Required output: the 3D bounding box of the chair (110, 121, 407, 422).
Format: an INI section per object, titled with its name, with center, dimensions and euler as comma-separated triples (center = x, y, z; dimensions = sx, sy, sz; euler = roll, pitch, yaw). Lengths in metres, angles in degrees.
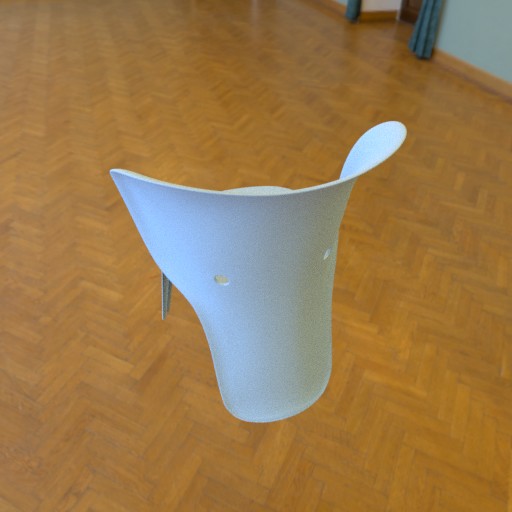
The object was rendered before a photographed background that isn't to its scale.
[chair]
center = 0.000, 0.000, 0.850
dimensions = 0.451, 0.554, 0.402
euler = -14, 43, -15
